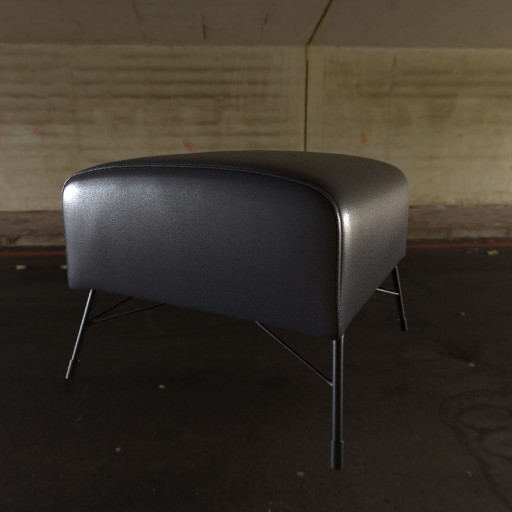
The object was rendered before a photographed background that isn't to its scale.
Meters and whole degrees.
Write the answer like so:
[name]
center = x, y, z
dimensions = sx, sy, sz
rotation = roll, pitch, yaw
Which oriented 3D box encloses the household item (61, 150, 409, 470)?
[household item]
center = 0.000, 0.000, 0.882
dimensions = 0.530, 0.410, 0.530
rotation = 7, 16, 27
